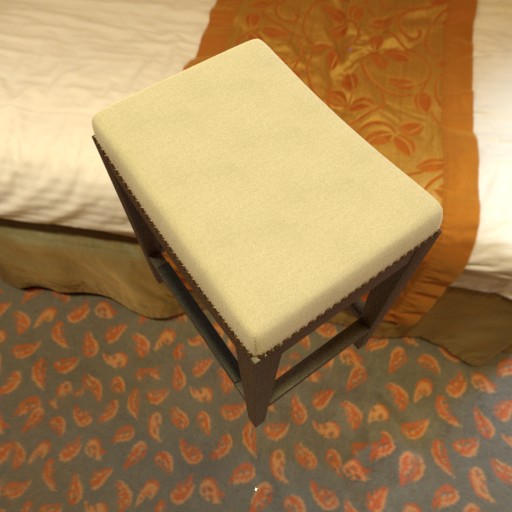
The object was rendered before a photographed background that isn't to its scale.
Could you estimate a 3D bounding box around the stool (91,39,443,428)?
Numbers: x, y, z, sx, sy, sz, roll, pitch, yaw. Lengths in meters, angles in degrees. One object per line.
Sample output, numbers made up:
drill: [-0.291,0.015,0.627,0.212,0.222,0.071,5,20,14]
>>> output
stool: [0.000,0.000,0.944,0.361,0.642,0.500,-32,67,-16]
